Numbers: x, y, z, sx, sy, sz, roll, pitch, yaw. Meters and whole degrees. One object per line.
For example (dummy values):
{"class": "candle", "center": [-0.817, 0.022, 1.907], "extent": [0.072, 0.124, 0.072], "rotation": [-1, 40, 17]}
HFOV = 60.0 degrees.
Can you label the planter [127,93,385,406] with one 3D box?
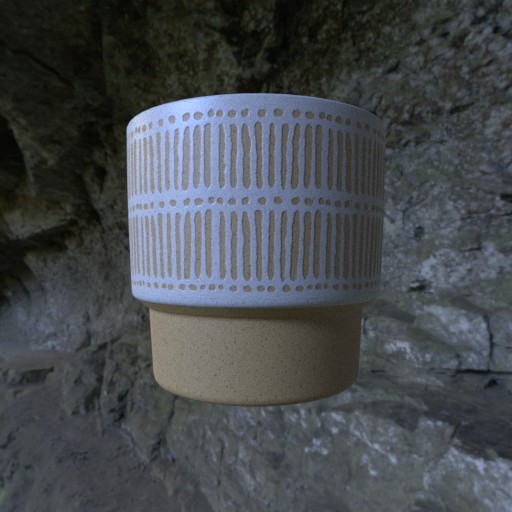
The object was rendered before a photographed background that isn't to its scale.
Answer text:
{"class": "planter", "center": [0.000, 0.000, 0.566], "extent": [0.317, 0.303, 0.317], "rotation": [0, 0, 0]}
